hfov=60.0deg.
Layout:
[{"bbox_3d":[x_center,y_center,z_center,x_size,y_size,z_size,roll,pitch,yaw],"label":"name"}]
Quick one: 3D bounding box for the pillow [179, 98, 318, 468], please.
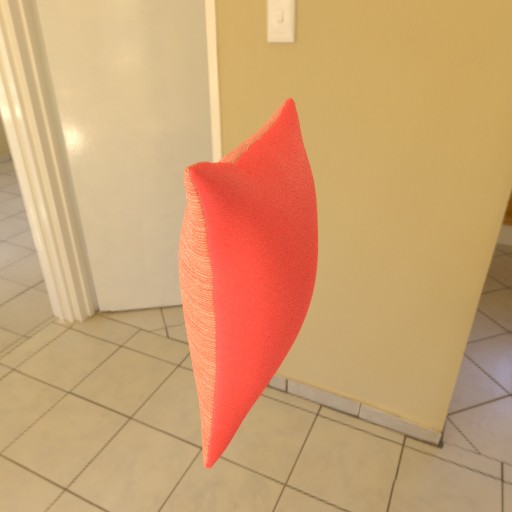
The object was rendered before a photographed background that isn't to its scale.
[{"bbox_3d":[0.000,0.000,0.833,0.229,0.501,0.559,8,30,14],"label":"pillow"}]
